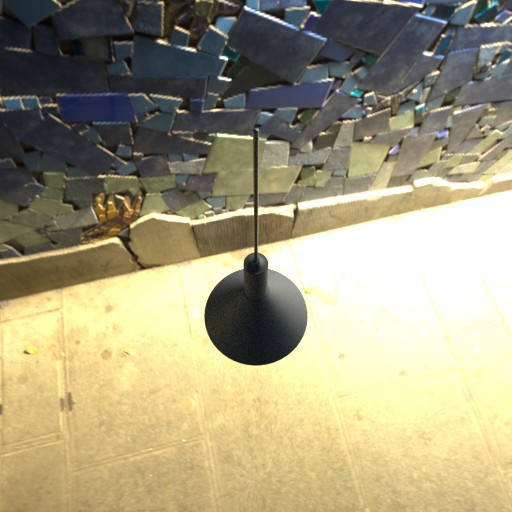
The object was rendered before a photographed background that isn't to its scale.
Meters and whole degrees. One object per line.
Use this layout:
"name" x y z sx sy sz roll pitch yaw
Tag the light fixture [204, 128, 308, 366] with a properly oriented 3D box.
"light fixture" 0.000 0.000 0.849 0.267 0.683 0.267 1 63 1
